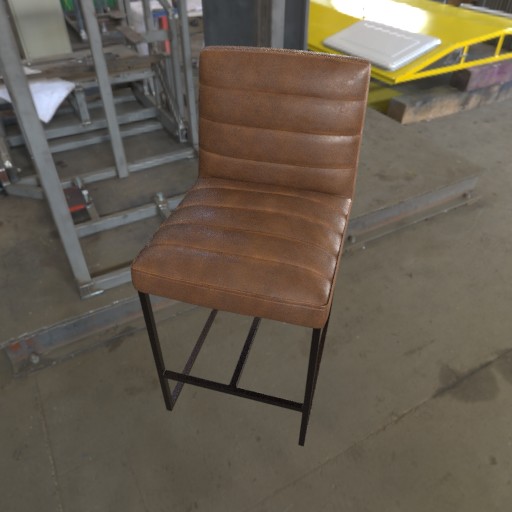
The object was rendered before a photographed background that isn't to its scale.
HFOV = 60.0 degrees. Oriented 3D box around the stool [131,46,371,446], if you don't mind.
[{"bbox_3d":[0.000,0.000,1.229,0.463,0.942,0.562,10,42,12],"label":"stool"}]
